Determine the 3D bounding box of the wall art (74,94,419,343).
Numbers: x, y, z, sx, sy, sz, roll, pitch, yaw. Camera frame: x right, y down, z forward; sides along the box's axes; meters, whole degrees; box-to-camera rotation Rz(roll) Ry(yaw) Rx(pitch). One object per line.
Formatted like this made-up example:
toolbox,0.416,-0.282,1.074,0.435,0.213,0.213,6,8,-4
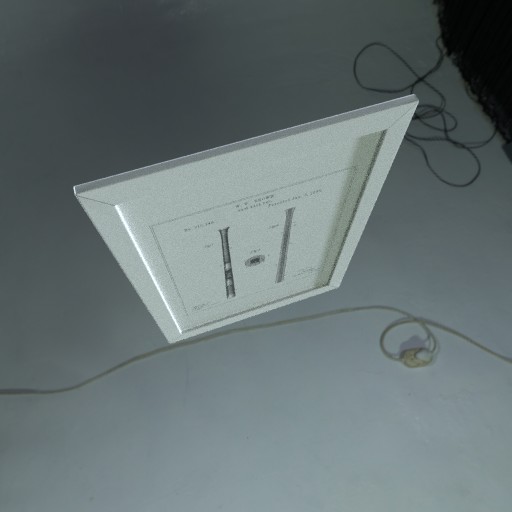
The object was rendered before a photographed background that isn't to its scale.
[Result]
wall art,0.000,0.000,0.694,0.374,0.529,0.012,-18,65,-9
